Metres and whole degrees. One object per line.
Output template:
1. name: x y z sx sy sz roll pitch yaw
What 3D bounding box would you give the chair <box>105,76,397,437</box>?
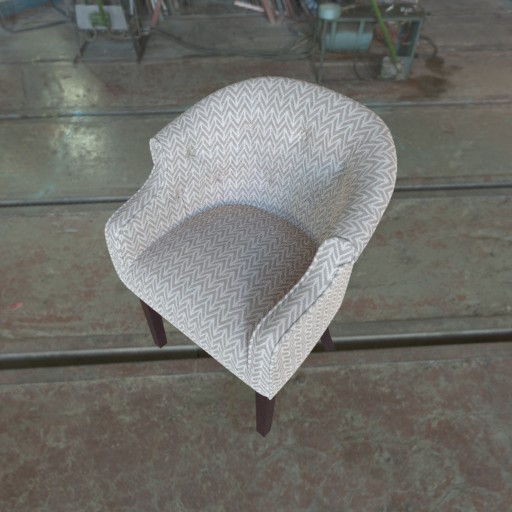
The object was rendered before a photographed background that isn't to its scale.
1. chair: 0.000 0.000 1.329 0.686 0.858 0.613 32 53 27
